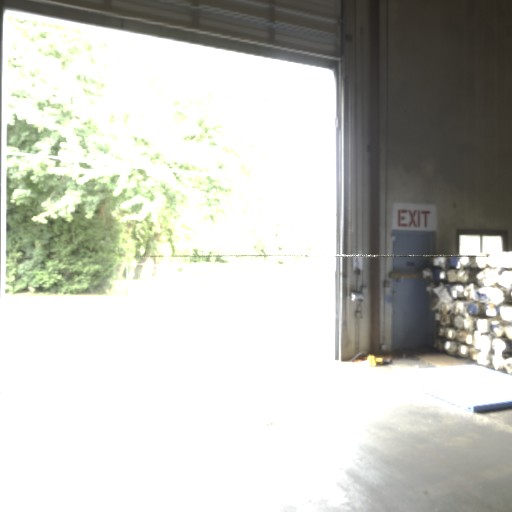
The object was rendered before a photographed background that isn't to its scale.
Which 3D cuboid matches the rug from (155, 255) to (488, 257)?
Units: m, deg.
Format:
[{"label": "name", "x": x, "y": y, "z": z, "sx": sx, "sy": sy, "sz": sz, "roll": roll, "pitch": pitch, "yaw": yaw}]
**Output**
[{"label": "rug", "x": 0.000, "y": 0.000, "z": 2.554, "sx": 0.620, "sy": 0.008, "sz": 2.372, "roll": 0, "pitch": 0, "yaw": -36}]
